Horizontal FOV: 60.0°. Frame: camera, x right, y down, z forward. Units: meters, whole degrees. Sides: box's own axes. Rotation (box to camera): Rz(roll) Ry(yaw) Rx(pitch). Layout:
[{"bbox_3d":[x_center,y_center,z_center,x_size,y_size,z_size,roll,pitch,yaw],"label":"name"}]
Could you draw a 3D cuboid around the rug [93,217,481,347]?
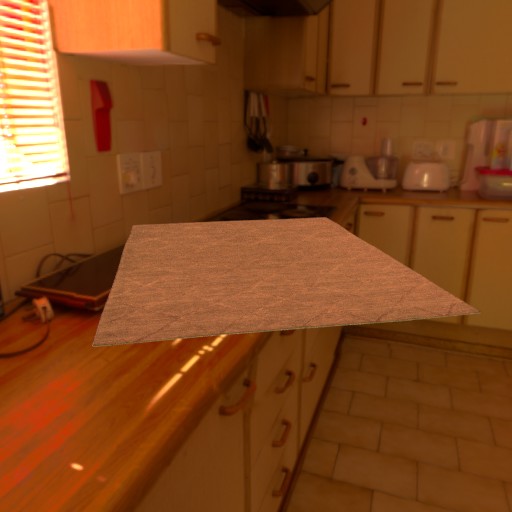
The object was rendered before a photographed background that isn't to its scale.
[{"bbox_3d":[0.000,0.000,4.089,2.438,0.013,3.048,-3,17,-10],"label":"rug"}]
